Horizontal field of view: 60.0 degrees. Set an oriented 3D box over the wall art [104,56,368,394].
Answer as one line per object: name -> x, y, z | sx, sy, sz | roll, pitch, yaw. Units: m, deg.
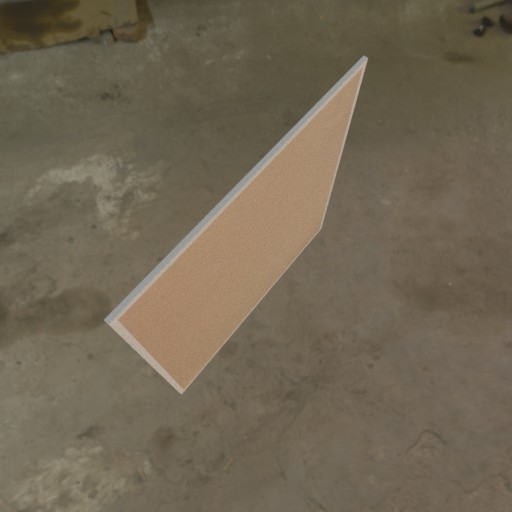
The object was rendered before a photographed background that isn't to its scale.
wall art -> 0.000, 0.000, 1.250 | 0.012, 0.809, 0.809 | 36, 70, 16
